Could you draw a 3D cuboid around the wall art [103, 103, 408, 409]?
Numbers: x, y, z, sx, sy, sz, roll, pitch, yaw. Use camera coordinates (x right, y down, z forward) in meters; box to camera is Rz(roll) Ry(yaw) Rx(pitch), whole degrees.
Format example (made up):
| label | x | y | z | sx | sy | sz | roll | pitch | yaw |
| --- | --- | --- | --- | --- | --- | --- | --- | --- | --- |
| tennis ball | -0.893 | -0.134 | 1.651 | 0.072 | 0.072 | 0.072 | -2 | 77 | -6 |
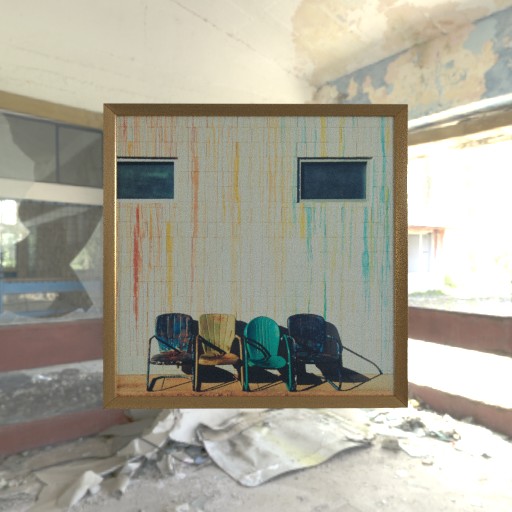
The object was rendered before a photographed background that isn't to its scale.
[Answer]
| label | x | y | z | sx | sy | sz | roll | pitch | yaw |
| --- | --- | --- | --- | --- | --- | --- | --- | --- | --- |
| wall art | 0.000 | 0.000 | 0.752 | 0.505 | 0.505 | 0.037 | 0 | 0 | 0 |
